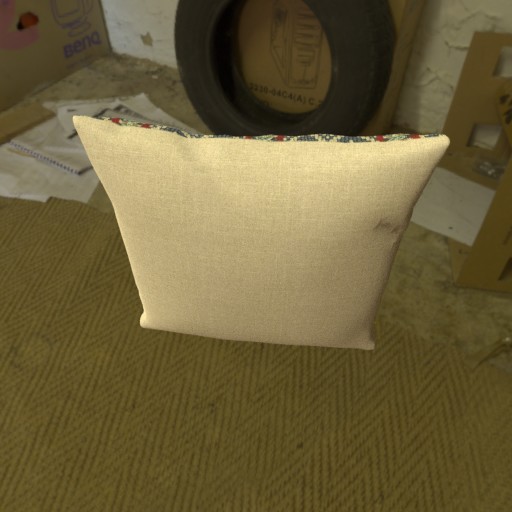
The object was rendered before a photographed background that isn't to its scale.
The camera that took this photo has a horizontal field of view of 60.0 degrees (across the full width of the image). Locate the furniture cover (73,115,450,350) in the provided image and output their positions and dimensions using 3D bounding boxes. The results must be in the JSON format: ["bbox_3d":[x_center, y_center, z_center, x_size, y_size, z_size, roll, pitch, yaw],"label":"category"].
[{"bbox_3d":[0.000,0.000,0.655,0.431,0.431,0.139,5,48,4],"label":"furniture cover"}]
